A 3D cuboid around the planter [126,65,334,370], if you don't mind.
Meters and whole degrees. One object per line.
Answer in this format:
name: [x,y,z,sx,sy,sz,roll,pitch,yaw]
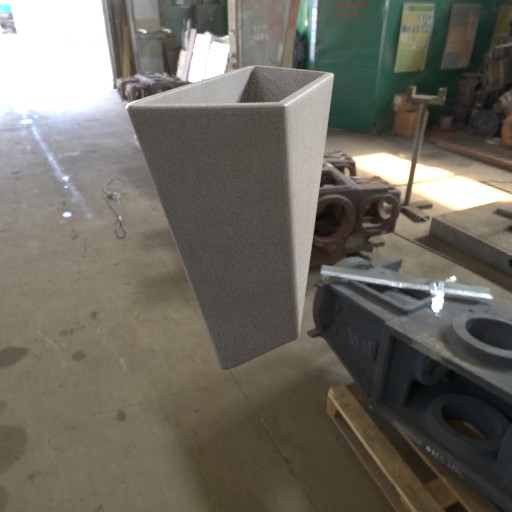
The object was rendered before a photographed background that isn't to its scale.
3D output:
planter: [0.000,0.000,0.268,0.060,0.197,0.150,9,30,17]
